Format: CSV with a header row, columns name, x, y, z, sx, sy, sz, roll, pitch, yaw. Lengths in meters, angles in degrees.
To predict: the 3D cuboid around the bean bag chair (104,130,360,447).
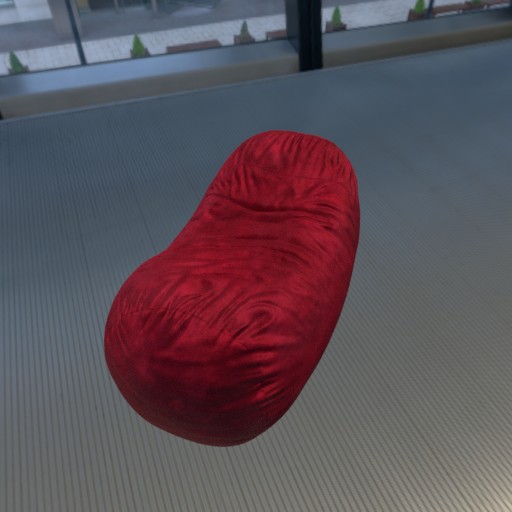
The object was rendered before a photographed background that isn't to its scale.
name,x,y,z,sx,sy,sz,roll,pitch,yaw
bean bag chair,0.000,0.000,2.820,1.216,0.867,2.293,16,47,15
